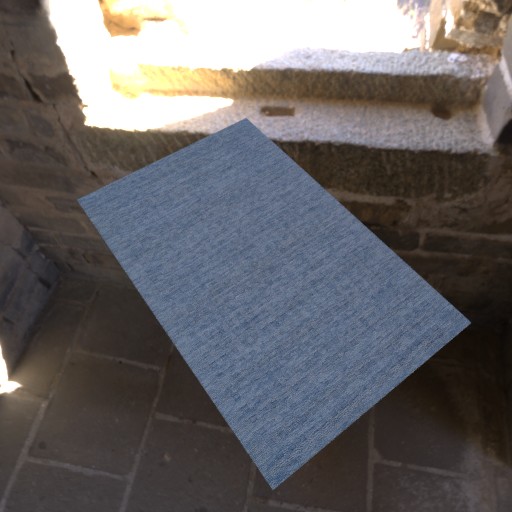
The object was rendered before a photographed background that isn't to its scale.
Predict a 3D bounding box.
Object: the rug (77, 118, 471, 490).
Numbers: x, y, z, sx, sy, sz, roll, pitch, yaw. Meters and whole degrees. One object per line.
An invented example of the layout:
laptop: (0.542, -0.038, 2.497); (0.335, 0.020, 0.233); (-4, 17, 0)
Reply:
rug: (0.000, 0.000, 2.222); (1.142, 0.006, 1.752); (-32, 62, -19)
